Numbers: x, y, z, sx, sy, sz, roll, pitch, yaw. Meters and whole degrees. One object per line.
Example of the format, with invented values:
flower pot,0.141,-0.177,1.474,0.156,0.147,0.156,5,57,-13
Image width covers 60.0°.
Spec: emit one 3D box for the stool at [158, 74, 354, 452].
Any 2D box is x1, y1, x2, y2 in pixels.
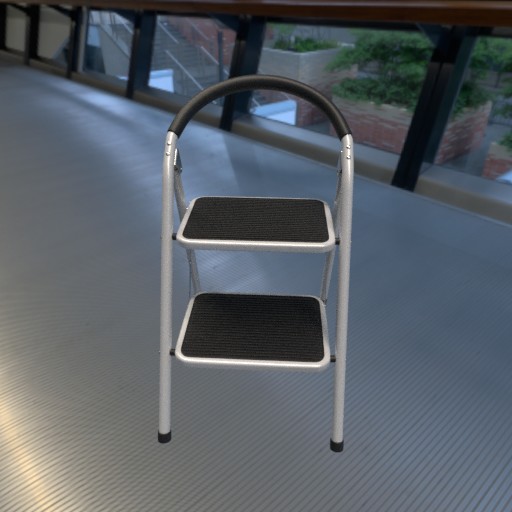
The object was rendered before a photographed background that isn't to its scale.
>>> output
stool,0.000,0.000,1.099,0.453,0.760,0.559,2,32,3
